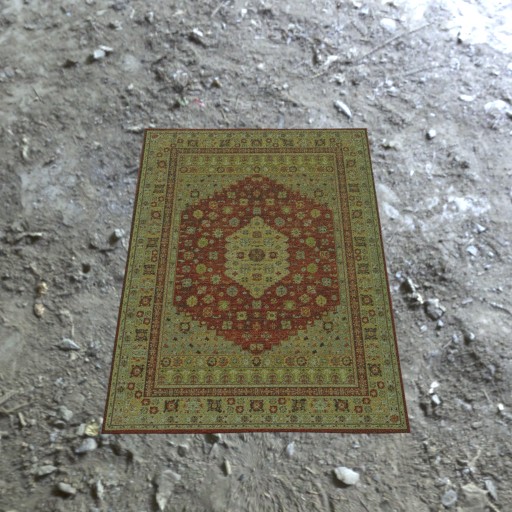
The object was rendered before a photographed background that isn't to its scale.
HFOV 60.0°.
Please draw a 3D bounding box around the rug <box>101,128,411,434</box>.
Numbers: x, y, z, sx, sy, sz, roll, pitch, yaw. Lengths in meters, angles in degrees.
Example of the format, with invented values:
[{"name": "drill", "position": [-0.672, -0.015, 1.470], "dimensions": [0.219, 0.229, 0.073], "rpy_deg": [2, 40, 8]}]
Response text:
[{"name": "rug", "position": [0.000, 0.000, 4.083], "dimensions": [2.387, 0.013, 3.053], "rpy_deg": [0, 64, 0]}]
